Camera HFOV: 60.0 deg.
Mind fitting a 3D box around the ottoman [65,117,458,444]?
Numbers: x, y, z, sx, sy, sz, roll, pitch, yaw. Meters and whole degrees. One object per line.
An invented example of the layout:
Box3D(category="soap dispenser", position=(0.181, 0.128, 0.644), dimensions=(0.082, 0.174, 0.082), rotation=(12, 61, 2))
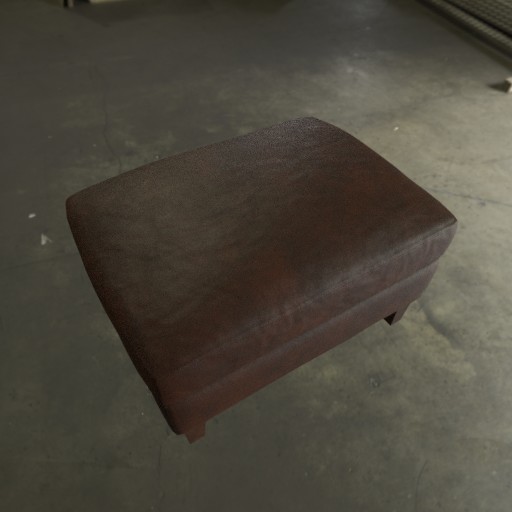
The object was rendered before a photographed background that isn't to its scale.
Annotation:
Box3D(category="ottoman", position=(0.000, 0.000, 1.289), dimensions=(0.887, 0.527, 0.659), rotation=(-24, 51, -21))
